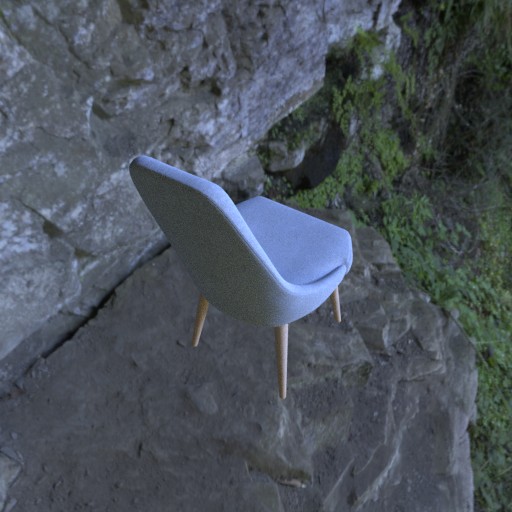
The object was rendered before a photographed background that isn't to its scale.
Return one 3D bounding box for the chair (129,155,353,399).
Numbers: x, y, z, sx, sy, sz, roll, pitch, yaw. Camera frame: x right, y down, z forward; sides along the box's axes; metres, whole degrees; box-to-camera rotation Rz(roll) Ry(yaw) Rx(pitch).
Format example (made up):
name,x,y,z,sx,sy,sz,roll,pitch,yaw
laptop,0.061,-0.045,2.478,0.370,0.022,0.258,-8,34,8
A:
name,x,y,z,sx,sy,sz,roll,pitch,yaw
chair,0.000,0.000,1.441,0.510,1.040,0.660,25,51,22
